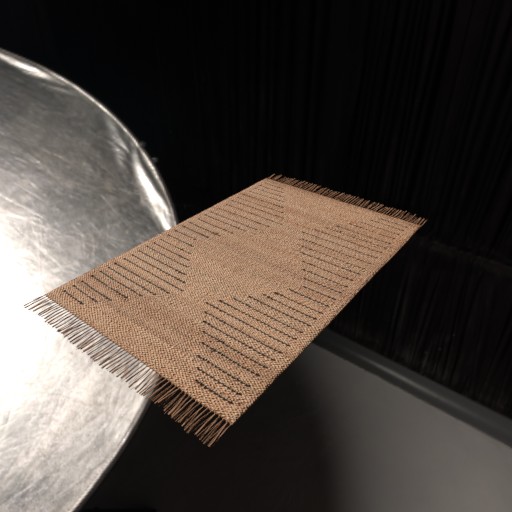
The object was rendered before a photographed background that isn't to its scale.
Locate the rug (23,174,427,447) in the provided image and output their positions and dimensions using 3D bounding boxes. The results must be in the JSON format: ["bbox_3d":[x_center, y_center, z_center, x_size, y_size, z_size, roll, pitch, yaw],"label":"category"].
[{"bbox_3d":[0.000,0.000,2.491,1.224,0.027,2.085,23,40,31],"label":"rug"}]
